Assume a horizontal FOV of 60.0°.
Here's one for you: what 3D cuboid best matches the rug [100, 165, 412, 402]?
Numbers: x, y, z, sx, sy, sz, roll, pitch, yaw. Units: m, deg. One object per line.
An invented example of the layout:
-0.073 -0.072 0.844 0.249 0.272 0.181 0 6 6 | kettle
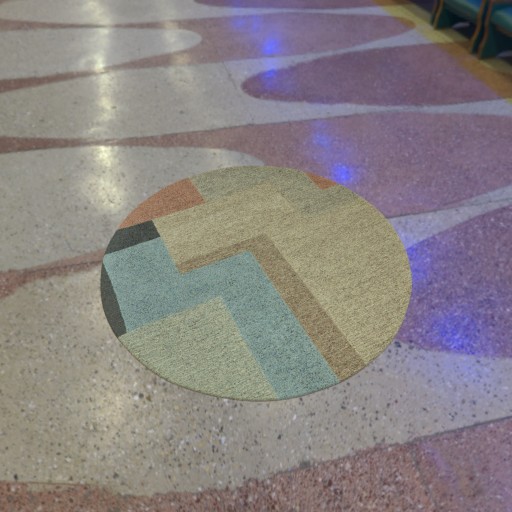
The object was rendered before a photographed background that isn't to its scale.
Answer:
0.000 0.000 3.589 2.461 0.033 2.461 0 47 0 | rug
